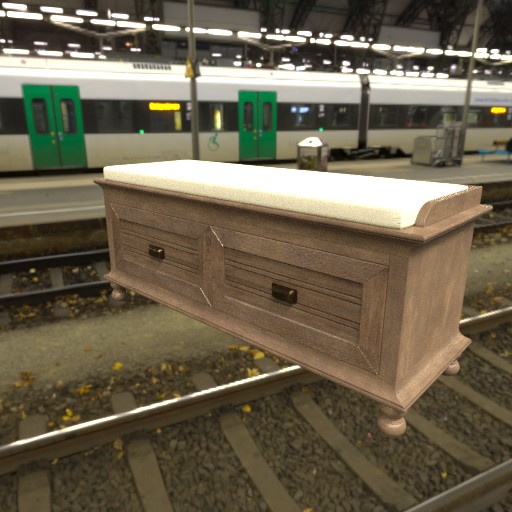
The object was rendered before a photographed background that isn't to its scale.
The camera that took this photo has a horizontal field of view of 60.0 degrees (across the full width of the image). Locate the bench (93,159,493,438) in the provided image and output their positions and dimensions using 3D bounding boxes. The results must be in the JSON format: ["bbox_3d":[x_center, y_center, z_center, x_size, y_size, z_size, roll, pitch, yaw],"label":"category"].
[{"bbox_3d":[0.000,0.000,1.370,1.185,0.501,0.402,15,23,40],"label":"bench"}]
